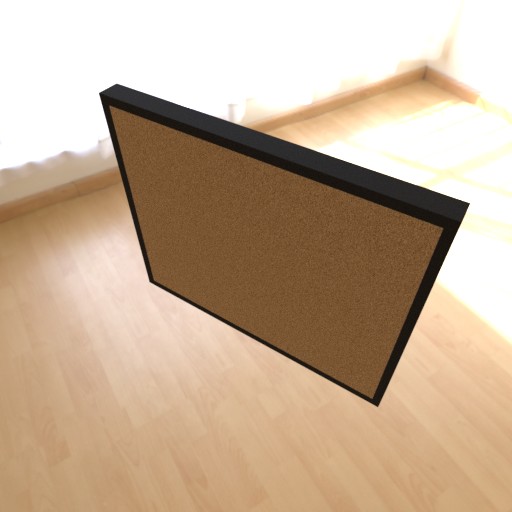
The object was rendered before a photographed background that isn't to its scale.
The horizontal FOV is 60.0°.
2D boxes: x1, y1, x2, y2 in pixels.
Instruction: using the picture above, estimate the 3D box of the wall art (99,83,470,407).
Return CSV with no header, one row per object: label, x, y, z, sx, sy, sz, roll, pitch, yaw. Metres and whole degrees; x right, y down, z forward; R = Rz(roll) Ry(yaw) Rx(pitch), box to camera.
wall art,0.000,0.000,0.544,0.397,0.325,0.028,25,51,22
